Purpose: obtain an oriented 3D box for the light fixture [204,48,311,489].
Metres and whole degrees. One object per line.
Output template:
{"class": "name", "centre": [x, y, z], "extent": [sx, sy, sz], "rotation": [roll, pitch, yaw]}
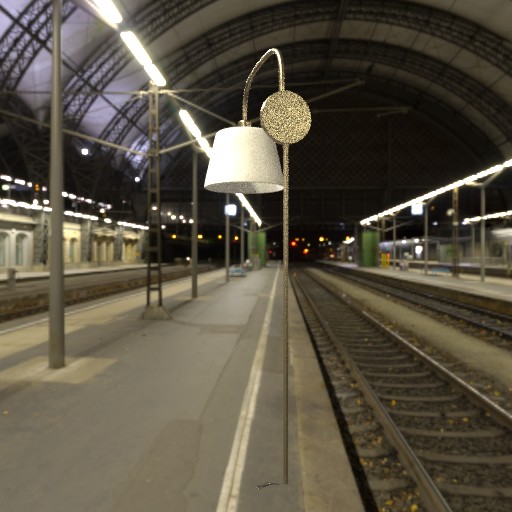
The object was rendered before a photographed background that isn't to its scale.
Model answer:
{"class": "light fixture", "centre": [0.000, 0.000, 0.469], "extent": [0.092, 0.399, 0.176], "rotation": [0, 0, -18]}
